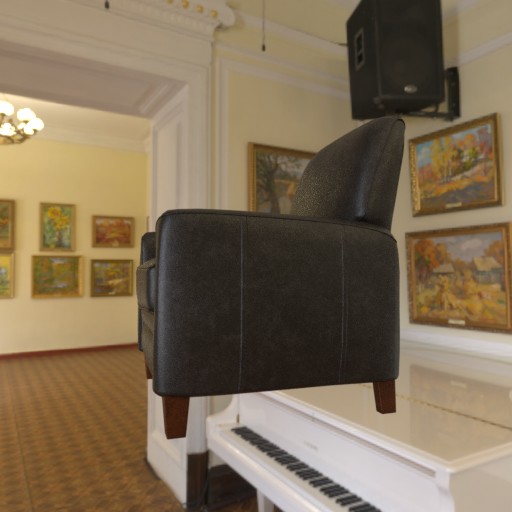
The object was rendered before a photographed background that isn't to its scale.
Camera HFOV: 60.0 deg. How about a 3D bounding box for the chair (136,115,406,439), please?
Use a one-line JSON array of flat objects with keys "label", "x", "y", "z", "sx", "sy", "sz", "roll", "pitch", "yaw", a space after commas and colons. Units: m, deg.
[{"label": "chair", "x": 0.000, "y": 0.000, "z": 1.668, "sx": 0.864, "sy": 1.014, "sz": 0.848, "roll": 1, "pitch": -2, "yaw": -18}]
